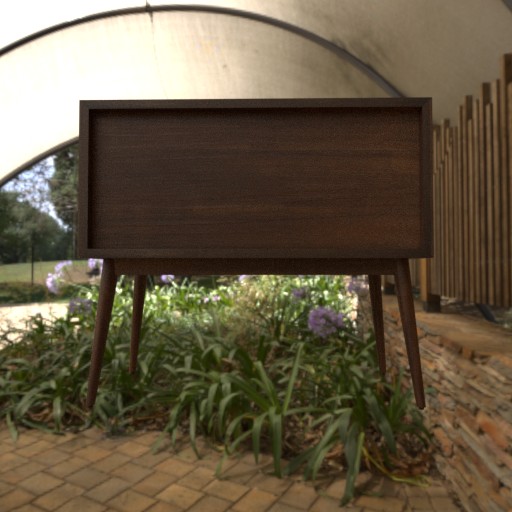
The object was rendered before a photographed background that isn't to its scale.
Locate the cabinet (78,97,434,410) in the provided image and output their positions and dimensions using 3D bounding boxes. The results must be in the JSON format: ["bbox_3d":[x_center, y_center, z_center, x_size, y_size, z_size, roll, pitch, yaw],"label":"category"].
[{"bbox_3d":[0.000,0.000,1.102,0.743,0.654,0.354,0,-2,1],"label":"cabinet"}]
